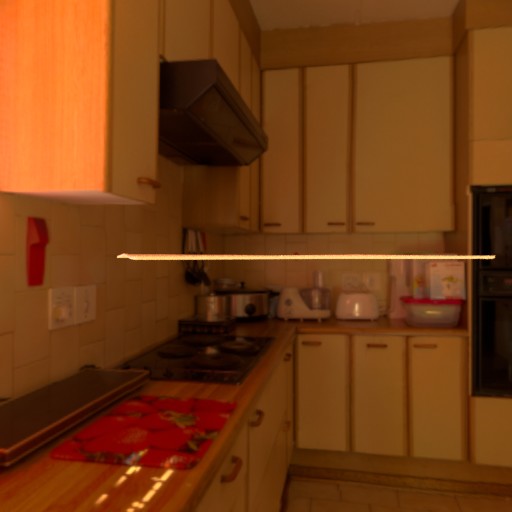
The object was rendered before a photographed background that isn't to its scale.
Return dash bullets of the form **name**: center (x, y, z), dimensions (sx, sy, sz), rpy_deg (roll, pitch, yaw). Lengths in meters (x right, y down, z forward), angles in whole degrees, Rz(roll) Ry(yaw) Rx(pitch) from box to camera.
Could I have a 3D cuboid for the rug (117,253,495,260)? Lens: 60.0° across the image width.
- **rug**: center (0.000, 0.000, 4.197), dimensions (2.434, 0.045, 3.202), rpy_deg (0, 0, -19)
